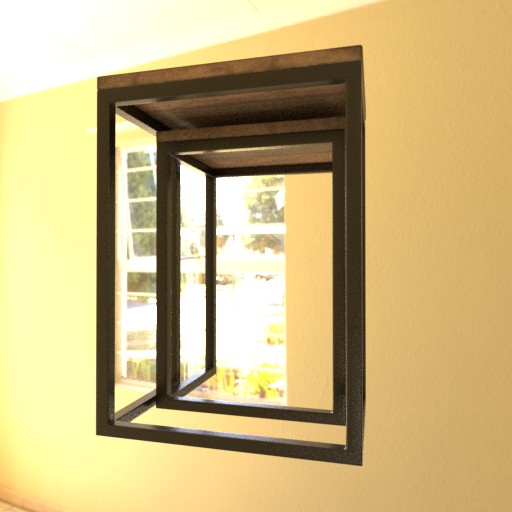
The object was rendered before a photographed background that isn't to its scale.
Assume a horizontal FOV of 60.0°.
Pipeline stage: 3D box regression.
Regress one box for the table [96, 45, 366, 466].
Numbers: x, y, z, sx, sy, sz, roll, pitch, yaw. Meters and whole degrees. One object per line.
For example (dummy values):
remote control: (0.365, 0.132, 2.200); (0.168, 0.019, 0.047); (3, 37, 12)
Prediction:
table: (0.000, 0.000, 0.915); (0.456, 0.615, 0.460); (0, -1, 17)
